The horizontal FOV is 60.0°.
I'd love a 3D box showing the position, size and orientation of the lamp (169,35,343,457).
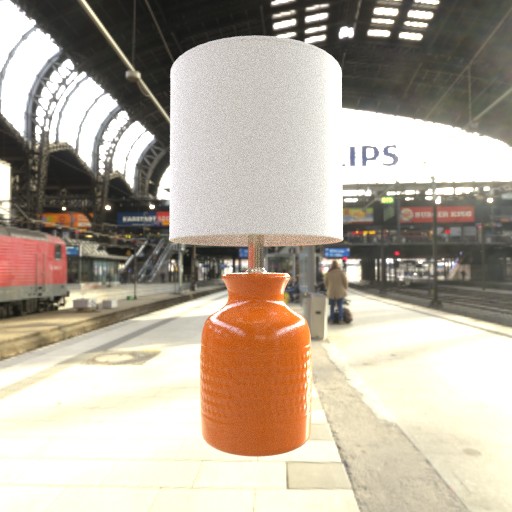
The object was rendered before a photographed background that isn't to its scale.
[{"bbox_3d":[0.000,0.000,1.083,0.418,0.871,0.418,0,-2,0],"label":"lamp"}]
